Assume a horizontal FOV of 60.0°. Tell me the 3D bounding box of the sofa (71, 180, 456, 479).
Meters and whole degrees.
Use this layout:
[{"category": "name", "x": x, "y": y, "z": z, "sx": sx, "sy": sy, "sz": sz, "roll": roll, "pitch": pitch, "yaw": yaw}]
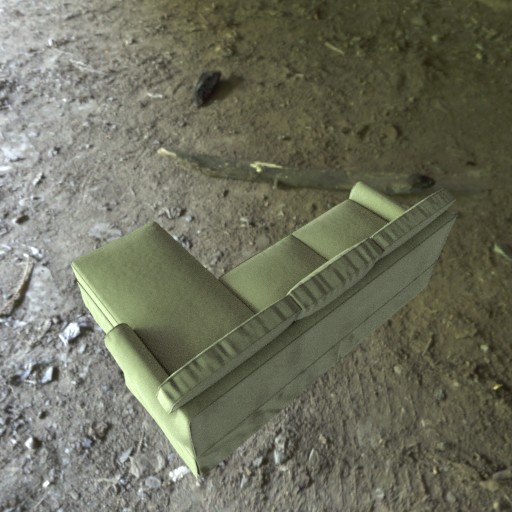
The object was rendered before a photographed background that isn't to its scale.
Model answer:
[{"category": "sofa", "x": 0.000, "y": 0.000, "z": 3.337, "sx": 2.475, "sy": 0.978, "sz": 1.733, "roll": -31, "pitch": 53, "yaw": -27}]
